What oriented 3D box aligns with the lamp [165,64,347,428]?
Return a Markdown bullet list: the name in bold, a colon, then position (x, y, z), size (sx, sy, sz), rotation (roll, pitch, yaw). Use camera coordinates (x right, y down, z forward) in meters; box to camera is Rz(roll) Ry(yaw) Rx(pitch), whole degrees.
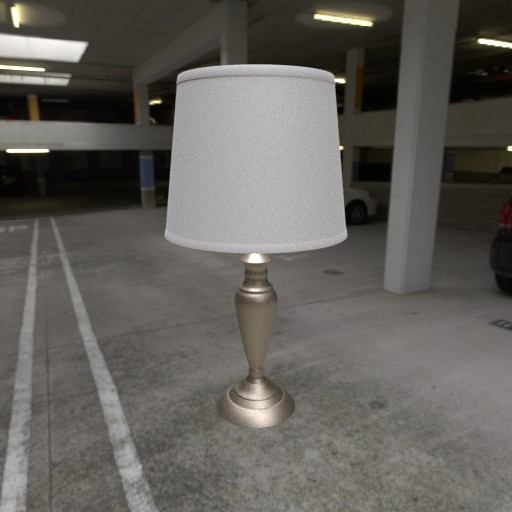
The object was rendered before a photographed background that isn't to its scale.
- **lamp**: position (0.000, 0.000, 0.824), size (0.328, 0.619, 0.328), rotation (0, 14, 0)
